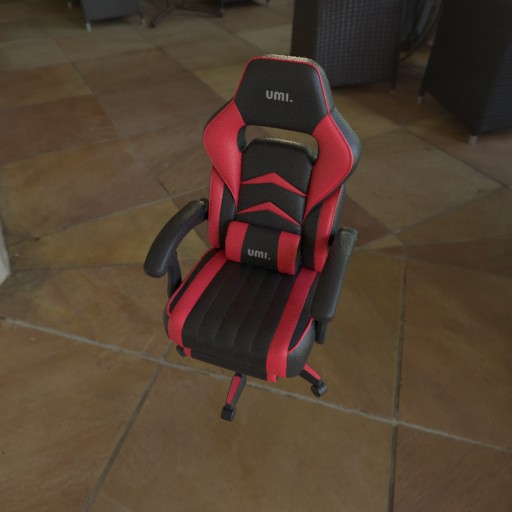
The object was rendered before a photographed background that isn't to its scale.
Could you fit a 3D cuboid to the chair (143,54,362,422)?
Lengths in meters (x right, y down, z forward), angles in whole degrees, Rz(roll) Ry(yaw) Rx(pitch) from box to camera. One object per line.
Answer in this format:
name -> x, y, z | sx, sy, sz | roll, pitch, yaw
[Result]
chair -> 0.000, 0.000, 1.625 | 0.700, 1.220, 0.700 | 13, 44, 14
